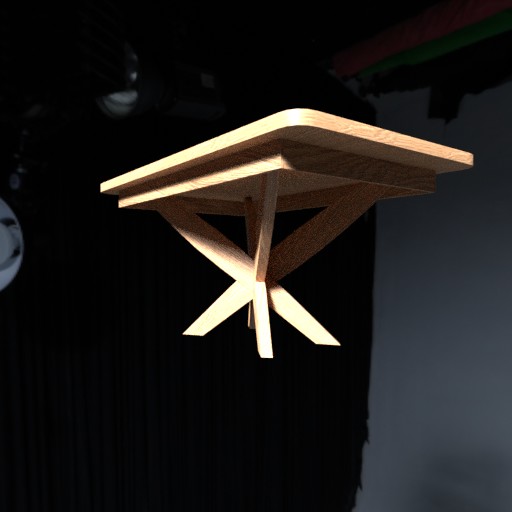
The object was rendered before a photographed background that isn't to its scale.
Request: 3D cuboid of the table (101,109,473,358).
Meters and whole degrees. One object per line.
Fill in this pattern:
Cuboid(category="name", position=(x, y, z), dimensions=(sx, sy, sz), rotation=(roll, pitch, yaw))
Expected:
Cuboid(category="table", position=(0.000, 0.000, 2.057), dimensions=(0.950, 0.770, 1.600), rotation=(0, 0, -37))
